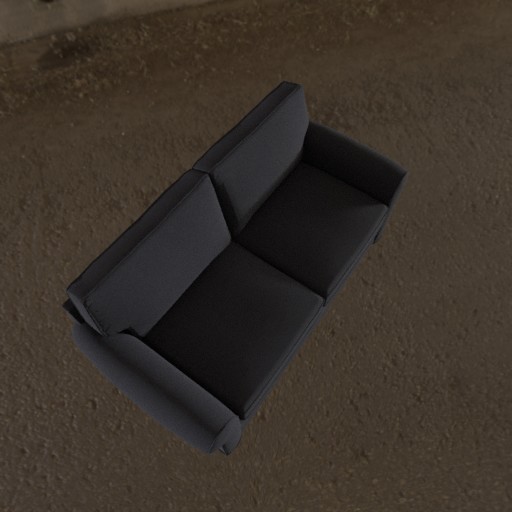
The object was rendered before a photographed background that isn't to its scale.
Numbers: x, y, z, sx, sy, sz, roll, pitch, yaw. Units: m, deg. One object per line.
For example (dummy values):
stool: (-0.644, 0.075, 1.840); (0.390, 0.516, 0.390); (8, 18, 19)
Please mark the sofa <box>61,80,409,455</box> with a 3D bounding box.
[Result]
sofa: (0.000, 0.000, 2.534); (0.951, 1.031, 2.009); (32, 64, 17)
